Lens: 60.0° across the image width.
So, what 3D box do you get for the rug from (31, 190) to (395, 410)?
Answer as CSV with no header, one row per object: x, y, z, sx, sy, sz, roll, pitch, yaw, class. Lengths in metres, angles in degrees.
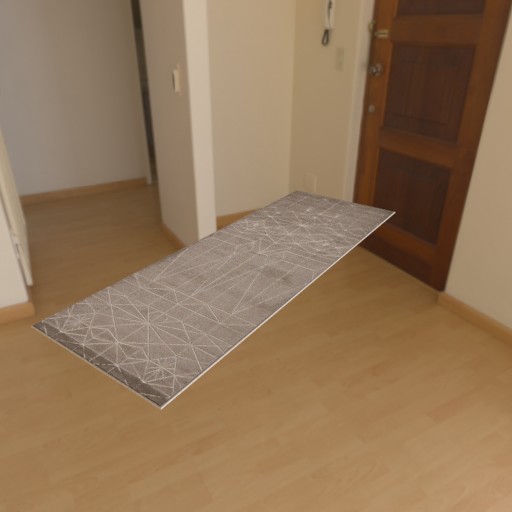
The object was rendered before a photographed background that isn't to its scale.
0.000,0.000,2.701,0.864,0.012,2.388,18,32,31,rug
